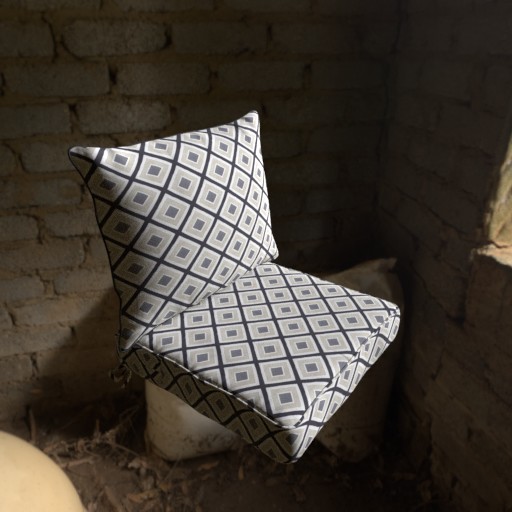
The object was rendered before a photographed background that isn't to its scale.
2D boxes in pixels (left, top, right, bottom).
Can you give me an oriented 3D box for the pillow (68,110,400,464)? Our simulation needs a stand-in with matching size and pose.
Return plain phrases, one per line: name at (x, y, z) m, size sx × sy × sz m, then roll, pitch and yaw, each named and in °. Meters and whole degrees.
pillow at (0.000, 0.000, 1.342) m, size 0.733 × 0.722 × 0.798 m, roll 18°, pitch 31°, yaw 33°
